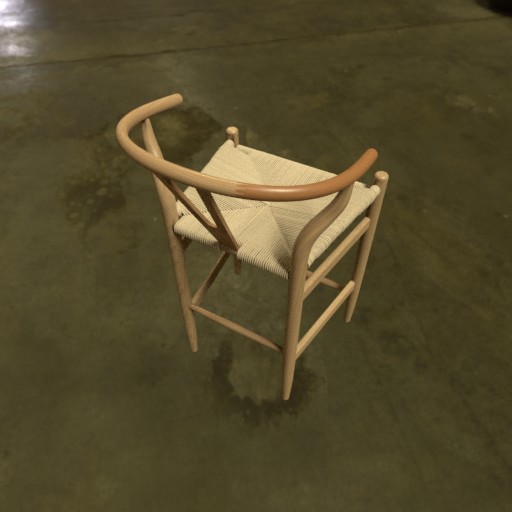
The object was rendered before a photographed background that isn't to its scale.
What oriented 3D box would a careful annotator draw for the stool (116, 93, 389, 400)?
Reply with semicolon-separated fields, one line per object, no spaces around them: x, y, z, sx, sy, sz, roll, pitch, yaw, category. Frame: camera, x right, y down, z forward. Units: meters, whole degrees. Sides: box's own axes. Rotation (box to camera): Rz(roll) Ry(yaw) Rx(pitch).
0.000;0.000;1.268;0.536;0.923;0.575;22;50;20;stool
